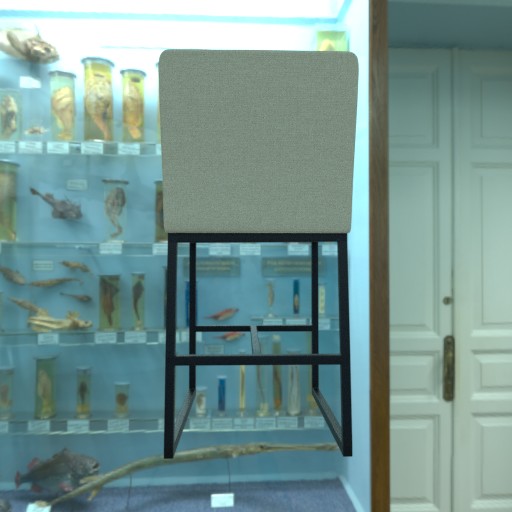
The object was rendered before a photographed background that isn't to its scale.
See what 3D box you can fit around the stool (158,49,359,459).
[{"bbox_3d":[0.000,0.000,1.262,0.460,0.940,0.560,0,-1,-2],"label":"stool"}]
